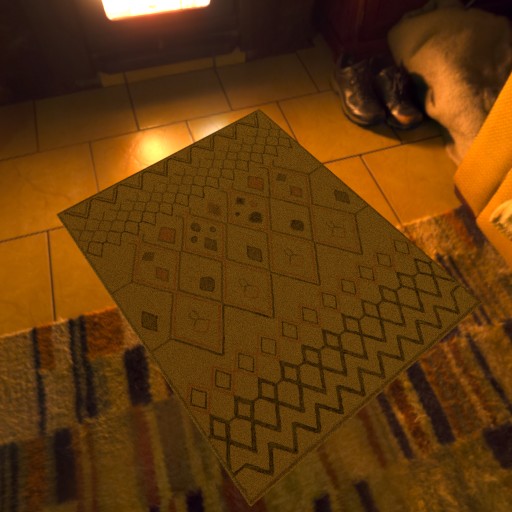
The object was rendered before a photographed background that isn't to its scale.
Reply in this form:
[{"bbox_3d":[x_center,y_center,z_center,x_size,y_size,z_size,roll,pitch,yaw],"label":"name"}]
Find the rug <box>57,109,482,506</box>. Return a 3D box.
[{"bbox_3d":[0.000,0.000,3.962,2.441,0.016,3.050,-33,64,-19],"label":"rug"}]
